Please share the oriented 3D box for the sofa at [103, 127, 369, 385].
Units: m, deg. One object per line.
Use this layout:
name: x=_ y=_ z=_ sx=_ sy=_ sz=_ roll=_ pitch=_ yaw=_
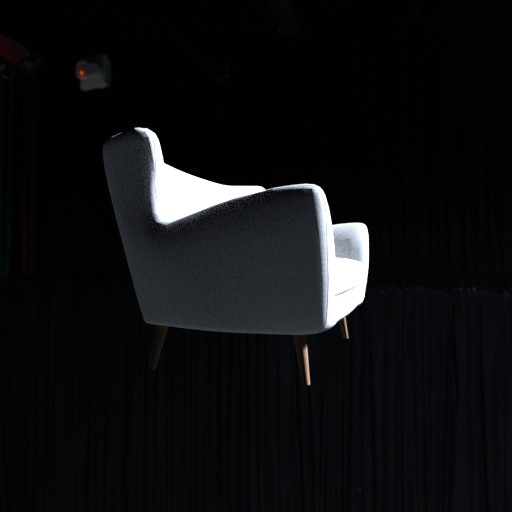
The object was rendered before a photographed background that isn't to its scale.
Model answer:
sofa: x=0.000 y=0.000 z=2.067 sx=0.921 sy=0.878 sz=1.424 roll=0 pitch=-1 yaw=19
